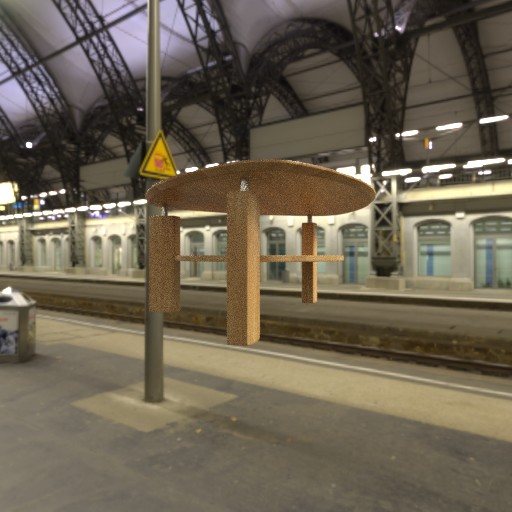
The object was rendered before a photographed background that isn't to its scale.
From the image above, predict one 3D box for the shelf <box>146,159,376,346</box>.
[{"bbox_3d":[0.000,0.000,1.656,0.863,0.439,1.240,0,0,16],"label":"shelf"}]
